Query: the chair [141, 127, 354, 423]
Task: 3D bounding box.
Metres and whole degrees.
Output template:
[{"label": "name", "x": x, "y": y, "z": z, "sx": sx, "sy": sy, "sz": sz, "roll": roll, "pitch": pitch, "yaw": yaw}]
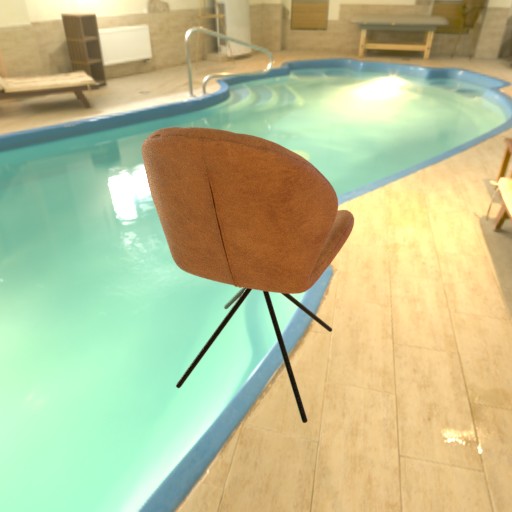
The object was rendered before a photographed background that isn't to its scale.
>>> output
[{"label": "chair", "x": 0.000, "y": 0.000, "z": 1.319, "sx": 0.527, "sy": 0.929, "sz": 0.640, "roll": 10, "pitch": 34, "yaw": 15}]
